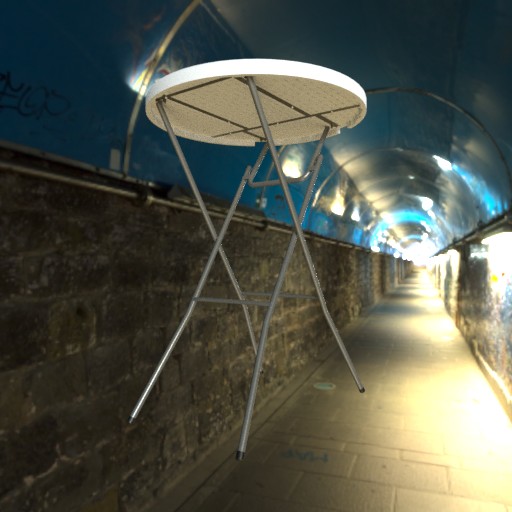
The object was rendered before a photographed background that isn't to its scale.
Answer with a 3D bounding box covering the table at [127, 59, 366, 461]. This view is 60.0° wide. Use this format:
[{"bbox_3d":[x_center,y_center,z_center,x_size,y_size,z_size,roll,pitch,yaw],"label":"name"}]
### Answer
[{"bbox_3d":[0.000,0.000,1.634,0.792,1.105,0.795,0,-1,36],"label":"table"}]
